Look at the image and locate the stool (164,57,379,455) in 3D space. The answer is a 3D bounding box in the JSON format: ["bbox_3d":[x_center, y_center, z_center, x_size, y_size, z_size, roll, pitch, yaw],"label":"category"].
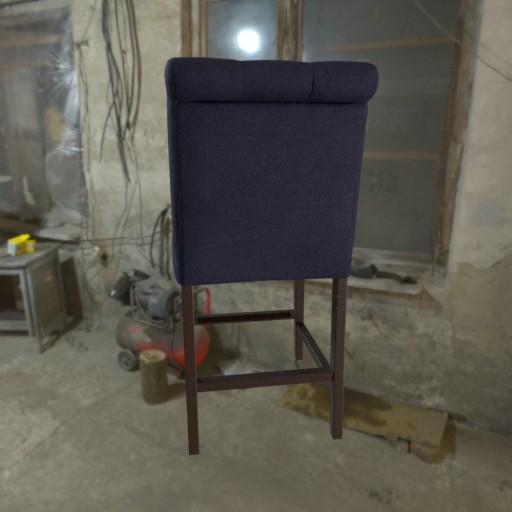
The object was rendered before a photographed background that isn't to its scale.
[{"bbox_3d":[0.000,0.000,1.320,0.493,1.010,0.601,-2,15,-9],"label":"stool"}]
